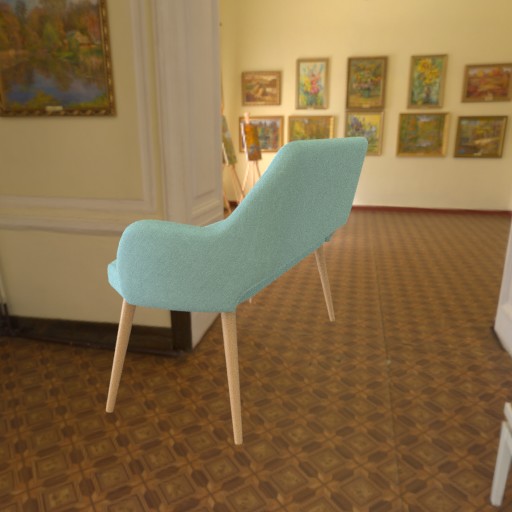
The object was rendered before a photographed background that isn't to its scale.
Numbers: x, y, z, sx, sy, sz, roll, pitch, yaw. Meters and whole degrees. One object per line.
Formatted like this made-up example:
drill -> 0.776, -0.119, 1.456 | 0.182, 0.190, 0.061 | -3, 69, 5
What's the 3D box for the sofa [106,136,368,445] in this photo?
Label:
sofa -> 0.000, 0.000, 1.625 | 0.610, 0.840, 1.150 | 8, 18, 25
